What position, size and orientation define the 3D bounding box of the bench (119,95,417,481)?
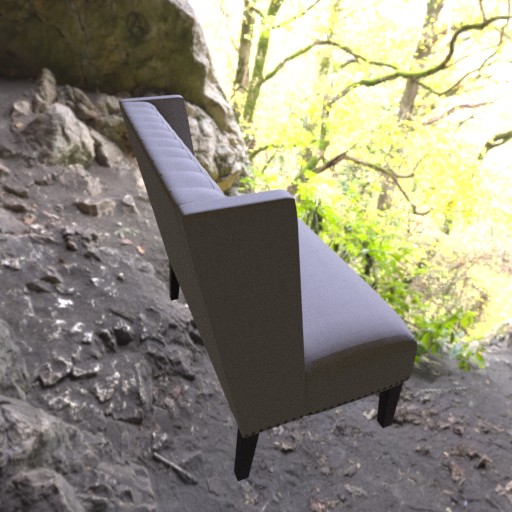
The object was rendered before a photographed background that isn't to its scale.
[{"bbox_3d":[0.000,0.000,1.918,0.847,1.123,1.280,-12,34,-18],"label":"bench"}]
